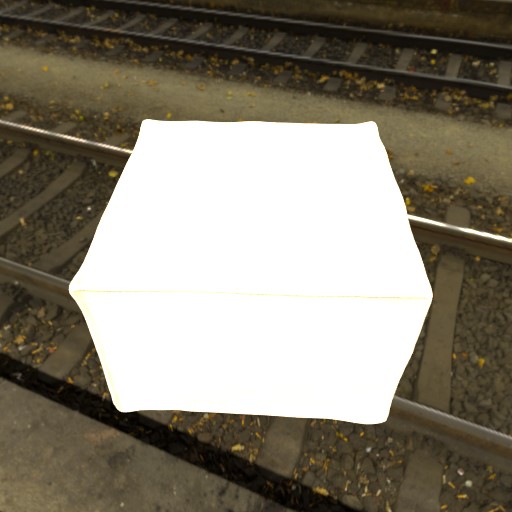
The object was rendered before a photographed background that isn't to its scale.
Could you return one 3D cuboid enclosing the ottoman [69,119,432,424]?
[{"bbox_3d":[0.000,0.000,1.176,0.696,0.470,0.707,1,43,1],"label":"ottoman"}]
